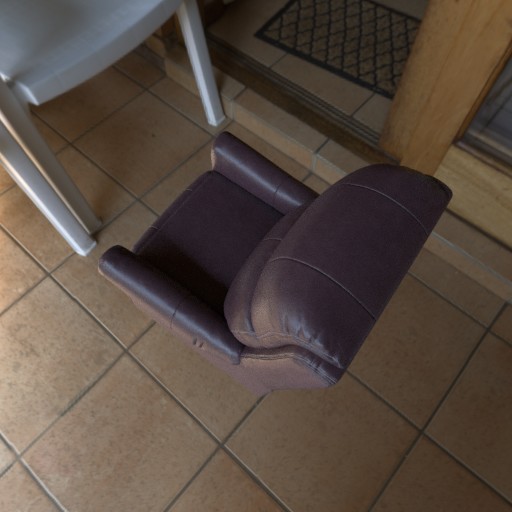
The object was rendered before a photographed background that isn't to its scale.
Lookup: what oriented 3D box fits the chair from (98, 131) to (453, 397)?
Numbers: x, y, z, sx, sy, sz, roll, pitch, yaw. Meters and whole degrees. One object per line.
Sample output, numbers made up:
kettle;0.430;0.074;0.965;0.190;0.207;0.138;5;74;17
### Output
chair;0.000;0.000;1.770;1.014;1.054;0.838;32;68;15
